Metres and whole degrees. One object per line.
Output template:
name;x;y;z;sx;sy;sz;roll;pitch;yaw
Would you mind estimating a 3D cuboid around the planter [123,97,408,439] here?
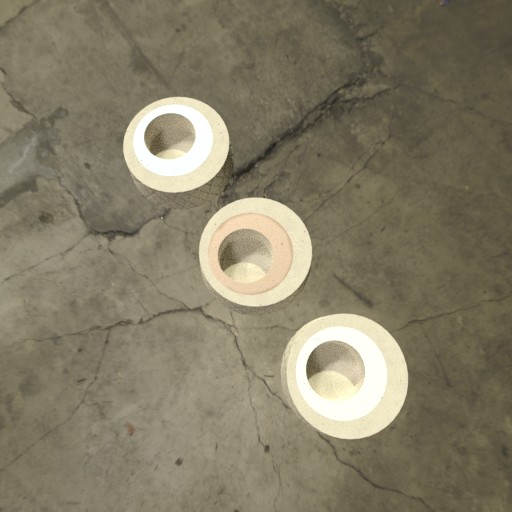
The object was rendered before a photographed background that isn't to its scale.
planter;0.000;0.000;0.436;0.114;0.038;0.390;-35;78;-8
